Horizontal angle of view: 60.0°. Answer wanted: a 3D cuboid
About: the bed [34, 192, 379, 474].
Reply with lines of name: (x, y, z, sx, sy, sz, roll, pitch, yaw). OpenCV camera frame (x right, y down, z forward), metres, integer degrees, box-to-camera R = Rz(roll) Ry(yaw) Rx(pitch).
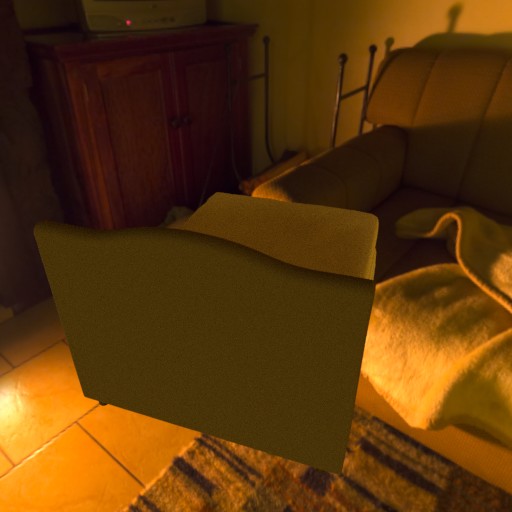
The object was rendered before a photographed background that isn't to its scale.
bed: (0.000, 0.000, 3.082, 1.666, 1.387, 2.036, 10, 34, 16)
